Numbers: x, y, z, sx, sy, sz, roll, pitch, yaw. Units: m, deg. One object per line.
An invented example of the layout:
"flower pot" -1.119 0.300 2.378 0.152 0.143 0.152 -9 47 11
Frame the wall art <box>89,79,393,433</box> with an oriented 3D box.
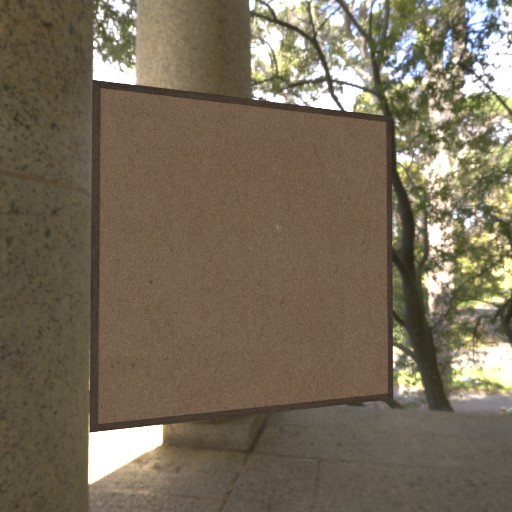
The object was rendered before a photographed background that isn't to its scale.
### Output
"wall art" 0.000 0.000 1.092 0.762 0.762 0.038 0 -1 -18
